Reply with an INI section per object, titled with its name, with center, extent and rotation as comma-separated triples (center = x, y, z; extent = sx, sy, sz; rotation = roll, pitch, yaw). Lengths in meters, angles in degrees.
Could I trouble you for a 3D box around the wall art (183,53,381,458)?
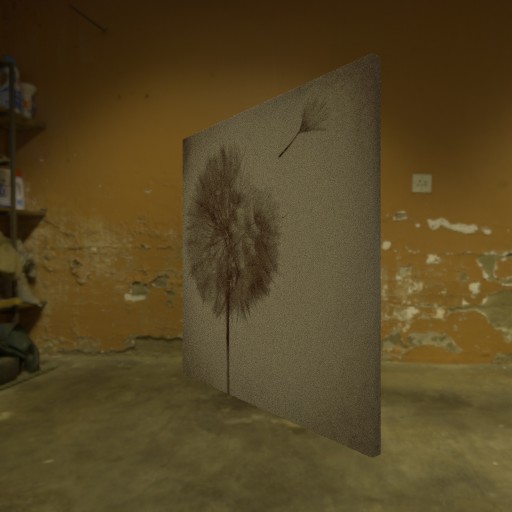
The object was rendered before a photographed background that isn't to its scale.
[wall art]
center = 0.000, 0.000, 1.147
extent = 0.027, 0.762, 0.762
rotation = 0, 0, -37
